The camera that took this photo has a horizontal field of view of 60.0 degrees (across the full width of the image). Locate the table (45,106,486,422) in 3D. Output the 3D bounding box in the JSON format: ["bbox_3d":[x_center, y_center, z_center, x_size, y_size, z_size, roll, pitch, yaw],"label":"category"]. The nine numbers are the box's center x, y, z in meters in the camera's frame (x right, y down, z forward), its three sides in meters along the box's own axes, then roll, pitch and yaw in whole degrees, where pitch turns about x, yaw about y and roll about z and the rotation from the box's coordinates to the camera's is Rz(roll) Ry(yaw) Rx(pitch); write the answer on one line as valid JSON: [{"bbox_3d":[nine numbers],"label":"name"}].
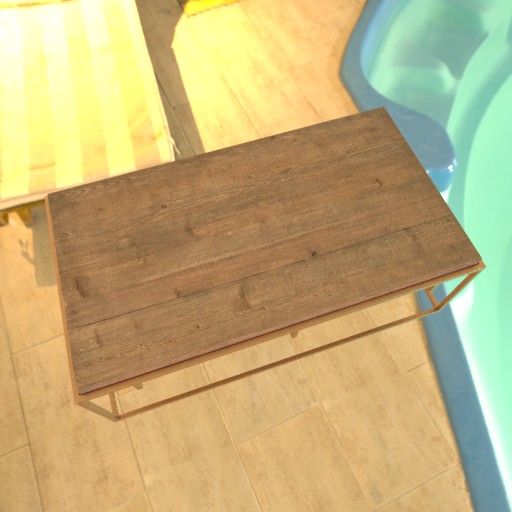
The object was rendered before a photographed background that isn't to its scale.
[{"bbox_3d":[0.000,0.000,1.743,1.387,0.468,0.775,-17,64,-9],"label":"table"}]
